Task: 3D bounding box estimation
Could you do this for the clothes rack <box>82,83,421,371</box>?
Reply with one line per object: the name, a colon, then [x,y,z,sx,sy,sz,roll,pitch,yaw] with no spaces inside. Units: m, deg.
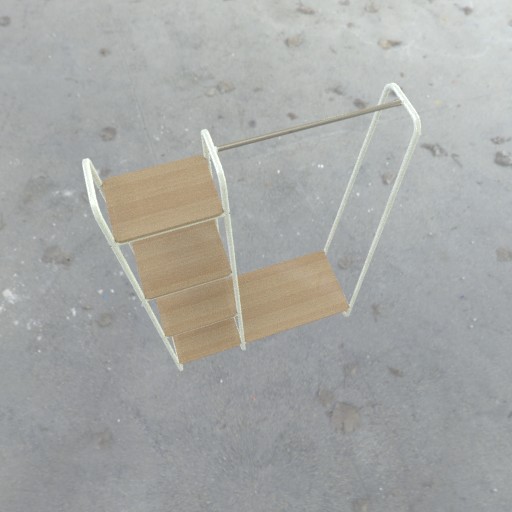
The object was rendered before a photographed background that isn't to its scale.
clothes rack: [0.000,0.000,1.974,1.011,1.500,0.400,-17,63,-9]
